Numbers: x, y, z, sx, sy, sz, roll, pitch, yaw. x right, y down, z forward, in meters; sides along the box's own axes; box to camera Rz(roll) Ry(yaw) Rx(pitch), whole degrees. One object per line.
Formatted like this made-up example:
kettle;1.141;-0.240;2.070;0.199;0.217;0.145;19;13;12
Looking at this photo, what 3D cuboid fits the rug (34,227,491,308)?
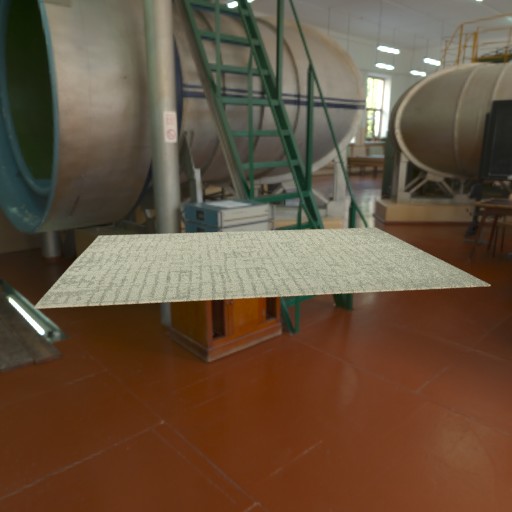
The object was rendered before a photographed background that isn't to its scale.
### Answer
rug;0.000;0.000;2.320;1.827;0.007;1.211;-2;15;-8
